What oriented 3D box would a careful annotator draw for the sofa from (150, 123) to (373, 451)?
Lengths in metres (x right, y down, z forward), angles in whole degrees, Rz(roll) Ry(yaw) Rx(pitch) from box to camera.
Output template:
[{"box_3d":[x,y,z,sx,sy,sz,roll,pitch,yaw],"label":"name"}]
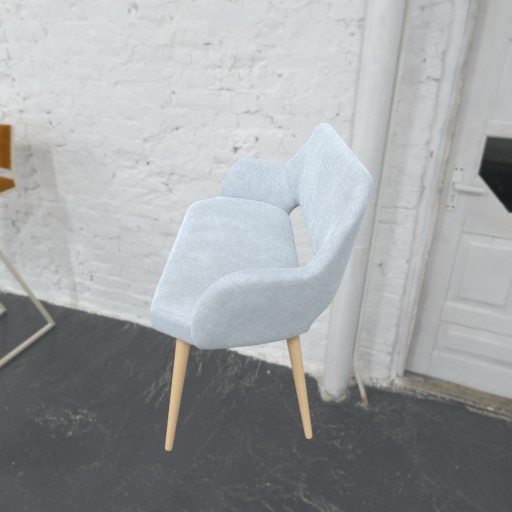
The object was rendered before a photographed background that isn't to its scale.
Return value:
[{"box_3d":[0.000,0.000,1.650,0.610,0.840,1.150,0,26,0],"label":"sofa"}]
